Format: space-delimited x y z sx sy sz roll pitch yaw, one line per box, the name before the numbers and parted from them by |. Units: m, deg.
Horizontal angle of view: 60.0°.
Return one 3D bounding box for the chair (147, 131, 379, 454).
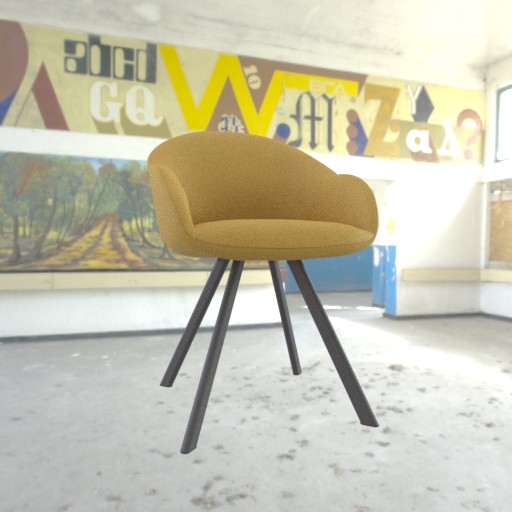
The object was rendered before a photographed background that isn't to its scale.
chair | 0.000 0.000 1.184 0.551 0.793 0.583 0 1 -17
